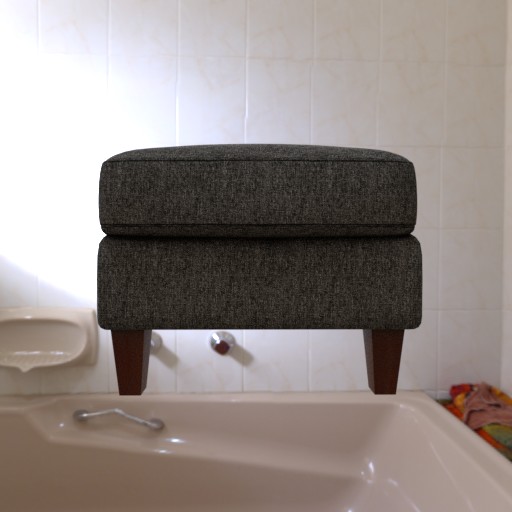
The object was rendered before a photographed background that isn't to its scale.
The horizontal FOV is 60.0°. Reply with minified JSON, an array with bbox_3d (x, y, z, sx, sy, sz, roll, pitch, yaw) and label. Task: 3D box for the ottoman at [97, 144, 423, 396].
[{"bbox_3d":[0.000,0.000,1.188,0.584,0.483,0.864,0,2,-1],"label":"ottoman"}]
